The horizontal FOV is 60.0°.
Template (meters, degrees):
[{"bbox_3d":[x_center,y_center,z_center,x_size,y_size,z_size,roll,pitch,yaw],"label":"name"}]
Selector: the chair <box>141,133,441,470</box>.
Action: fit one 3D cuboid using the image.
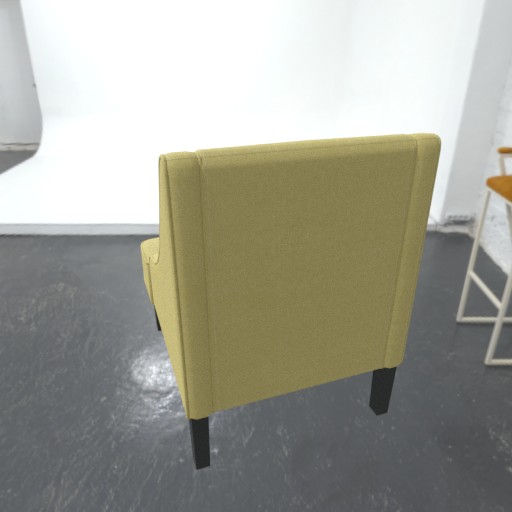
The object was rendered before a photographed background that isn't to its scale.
[{"bbox_3d":[0.000,0.000,1.491,0.696,0.896,0.814,-9,27,-18],"label":"chair"}]
